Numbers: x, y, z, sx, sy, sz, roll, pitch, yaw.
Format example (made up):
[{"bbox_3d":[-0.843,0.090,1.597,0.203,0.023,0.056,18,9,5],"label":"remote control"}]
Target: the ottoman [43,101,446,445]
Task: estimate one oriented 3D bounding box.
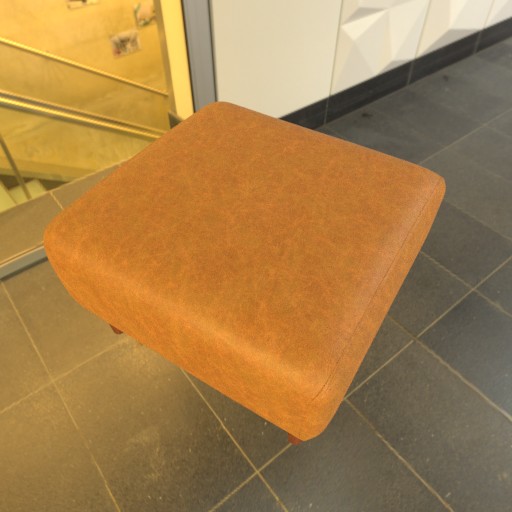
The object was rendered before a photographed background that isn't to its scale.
[{"bbox_3d":[0.000,0.000,1.052,0.650,0.399,0.650,25,53,21],"label":"ottoman"}]
